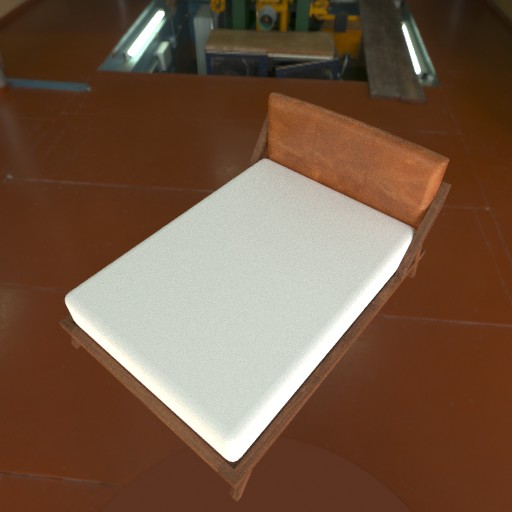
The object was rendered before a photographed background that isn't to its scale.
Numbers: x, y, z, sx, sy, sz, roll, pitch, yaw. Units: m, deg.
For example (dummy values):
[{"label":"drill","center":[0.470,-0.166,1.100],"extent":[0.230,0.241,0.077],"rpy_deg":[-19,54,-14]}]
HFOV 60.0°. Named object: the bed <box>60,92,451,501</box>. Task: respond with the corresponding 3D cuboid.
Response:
[{"label":"bed","center":[0.000,0.000,3.129],"extent":[1.651,1.168,2.311],"rpy_deg":[31,54,26]}]
